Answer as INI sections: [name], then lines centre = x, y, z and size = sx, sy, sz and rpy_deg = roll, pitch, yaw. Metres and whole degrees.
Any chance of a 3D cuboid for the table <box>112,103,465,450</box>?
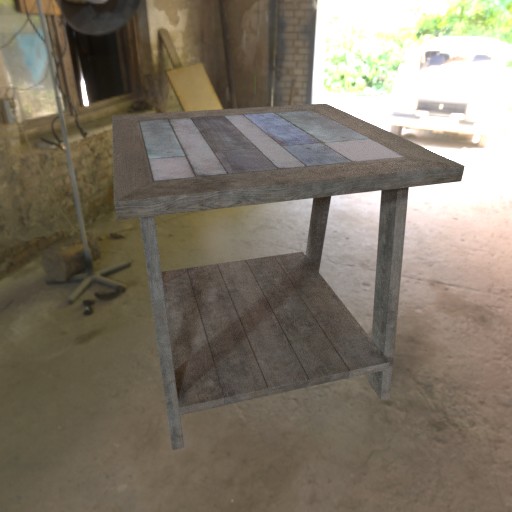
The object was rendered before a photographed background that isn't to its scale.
[table]
centre = 0.000, 0.000, 1.130
size = 0.610, 0.610, 0.610
rpy_deg = -8, 30, -14
